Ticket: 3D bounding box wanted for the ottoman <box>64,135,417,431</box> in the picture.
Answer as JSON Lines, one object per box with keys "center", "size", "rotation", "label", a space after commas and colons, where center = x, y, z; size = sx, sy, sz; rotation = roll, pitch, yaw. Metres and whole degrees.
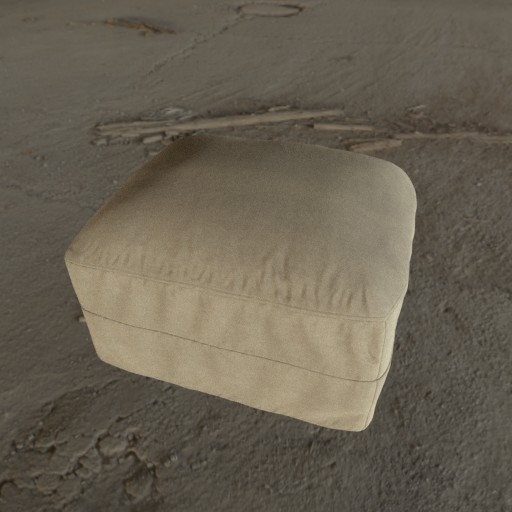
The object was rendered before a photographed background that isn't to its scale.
{"center": [0.000, 0.000, 1.096], "size": [0.712, 0.480, 0.584], "rotation": [12, 42, 14], "label": "ottoman"}
